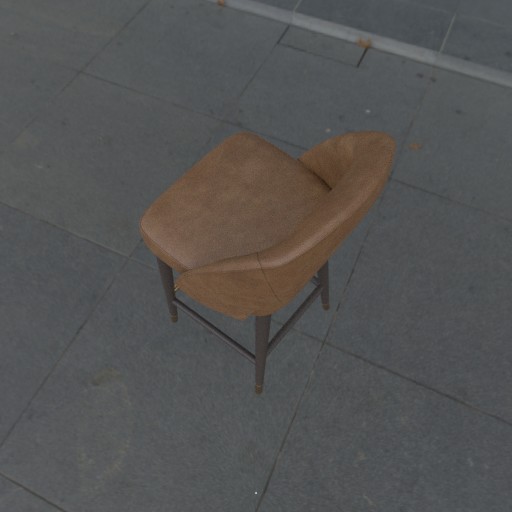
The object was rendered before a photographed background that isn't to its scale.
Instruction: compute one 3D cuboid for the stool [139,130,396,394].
[{"bbox_3d":[0.000,0.000,1.306,0.509,1.037,0.494,36,68,18],"label":"stool"}]
